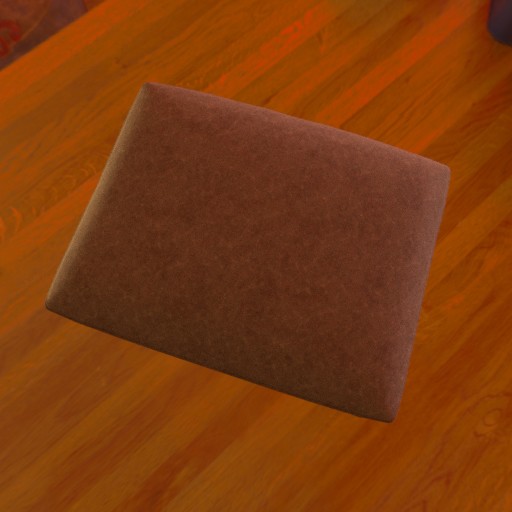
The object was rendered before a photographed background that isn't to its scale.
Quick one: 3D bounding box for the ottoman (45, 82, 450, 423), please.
[{"bbox_3d":[0.000,0.000,1.107,0.741,0.513,0.584,17,75,5],"label":"ottoman"}]
